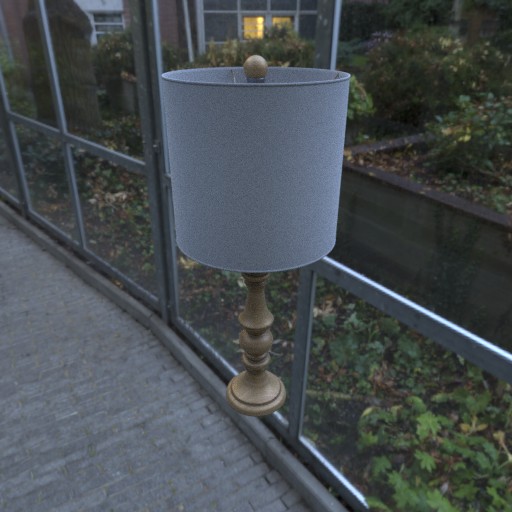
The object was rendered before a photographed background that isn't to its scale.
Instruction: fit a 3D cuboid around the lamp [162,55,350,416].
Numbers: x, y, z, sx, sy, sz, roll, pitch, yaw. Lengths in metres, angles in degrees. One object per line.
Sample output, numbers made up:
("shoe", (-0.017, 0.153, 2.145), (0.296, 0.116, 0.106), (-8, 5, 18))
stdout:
("lamp", (0.000, 0.000, 0.723), (0.250, 0.597, 0.250), (-8, 28, -16))
